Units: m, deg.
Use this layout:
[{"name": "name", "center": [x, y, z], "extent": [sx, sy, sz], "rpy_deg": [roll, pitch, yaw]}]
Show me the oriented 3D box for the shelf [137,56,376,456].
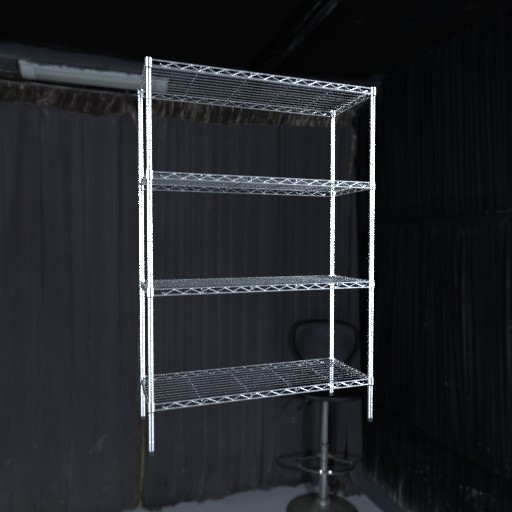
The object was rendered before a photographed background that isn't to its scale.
[{"name": "shelf", "center": [0.000, 0.000, 1.817], "extent": [0.907, 1.360, 0.352], "rpy_deg": [-1, 2, -19]}]
